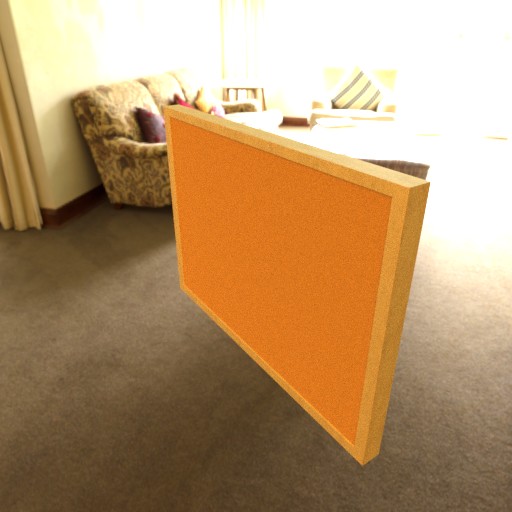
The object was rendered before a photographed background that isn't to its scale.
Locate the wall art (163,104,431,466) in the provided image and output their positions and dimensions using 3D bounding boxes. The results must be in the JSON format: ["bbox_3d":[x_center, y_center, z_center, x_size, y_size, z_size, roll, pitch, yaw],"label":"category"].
[{"bbox_3d":[0.000,0.000,0.691,0.032,0.380,0.532,-18,33,-30],"label":"wall art"}]
